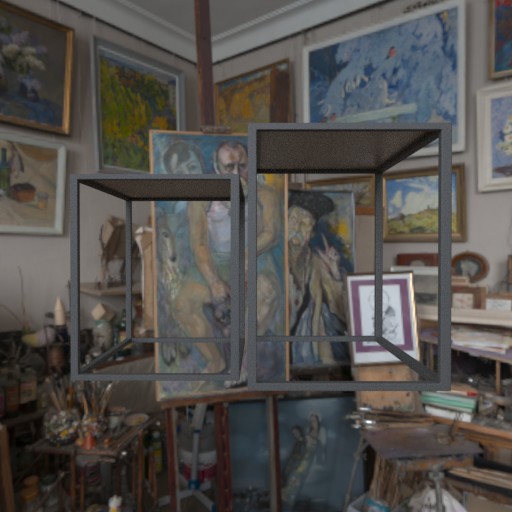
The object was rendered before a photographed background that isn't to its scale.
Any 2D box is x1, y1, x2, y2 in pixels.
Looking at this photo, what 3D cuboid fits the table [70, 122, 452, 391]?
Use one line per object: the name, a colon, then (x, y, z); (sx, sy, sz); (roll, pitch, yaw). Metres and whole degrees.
table: (0.000, 0.000, 1.146); (0.788, 0.540, 0.508); (0, 1, 0)
